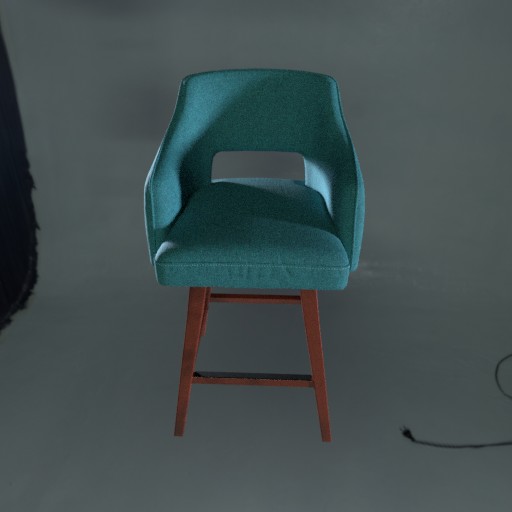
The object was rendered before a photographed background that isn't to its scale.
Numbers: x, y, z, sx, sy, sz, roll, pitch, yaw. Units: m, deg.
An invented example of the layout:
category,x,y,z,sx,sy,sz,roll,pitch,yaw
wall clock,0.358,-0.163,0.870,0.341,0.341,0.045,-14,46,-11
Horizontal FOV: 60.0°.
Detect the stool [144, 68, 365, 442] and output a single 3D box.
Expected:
category,x,y,z,sx,sy,sz,roll,pitch,yaw
stool,0.000,0.000,1.315,0.548,0.961,0.556,1,31,2
